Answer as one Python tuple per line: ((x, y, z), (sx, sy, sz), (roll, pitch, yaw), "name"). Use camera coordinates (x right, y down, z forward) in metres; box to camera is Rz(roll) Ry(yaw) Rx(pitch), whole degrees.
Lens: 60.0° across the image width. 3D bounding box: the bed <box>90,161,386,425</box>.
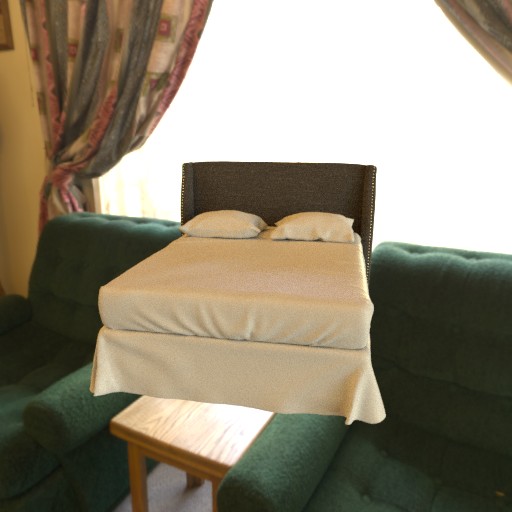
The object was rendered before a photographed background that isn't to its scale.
((0.000, 0.000, 3.518), (1.925, 1.332, 2.276), (3, 16, 10), "bed")
